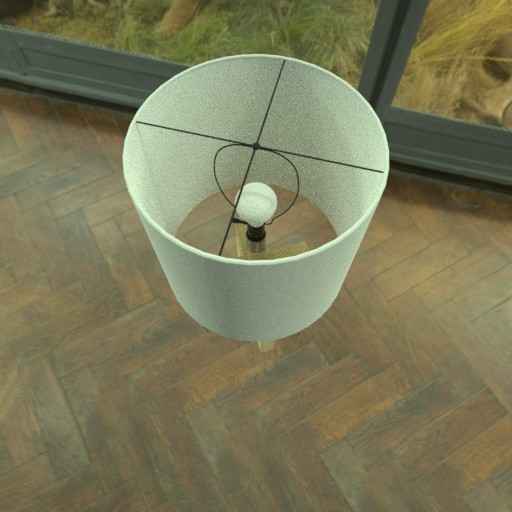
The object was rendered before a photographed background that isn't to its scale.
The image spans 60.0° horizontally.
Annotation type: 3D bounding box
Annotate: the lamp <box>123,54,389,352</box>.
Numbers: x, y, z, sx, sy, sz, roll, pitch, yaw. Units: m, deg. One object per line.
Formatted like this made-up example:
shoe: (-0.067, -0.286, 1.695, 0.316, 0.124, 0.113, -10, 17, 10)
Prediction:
lamp: (0.000, 0.000, 0.572, 0.229, 0.428, 0.229, -14, 64, -7)
